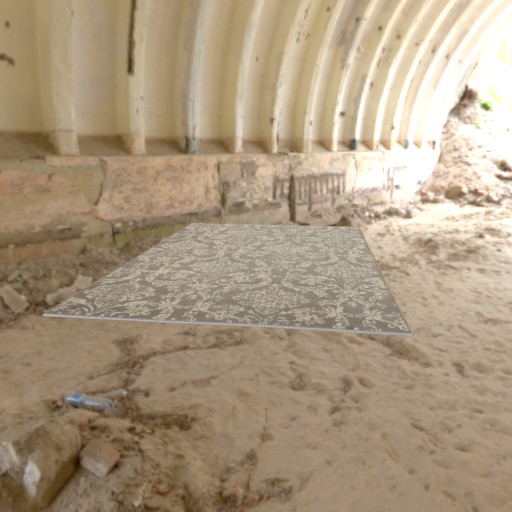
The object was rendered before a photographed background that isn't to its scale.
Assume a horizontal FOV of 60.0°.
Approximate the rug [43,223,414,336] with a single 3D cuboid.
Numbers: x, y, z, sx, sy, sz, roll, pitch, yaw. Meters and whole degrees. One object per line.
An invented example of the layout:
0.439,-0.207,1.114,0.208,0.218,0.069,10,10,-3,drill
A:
0.000,0.000,3.447,1.819,0.018,2.746,2,14,8,rug
